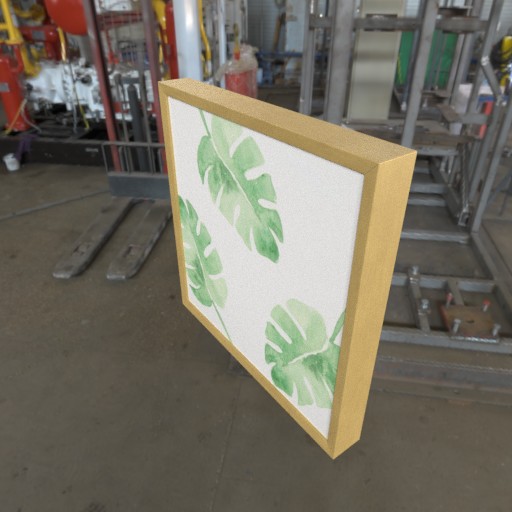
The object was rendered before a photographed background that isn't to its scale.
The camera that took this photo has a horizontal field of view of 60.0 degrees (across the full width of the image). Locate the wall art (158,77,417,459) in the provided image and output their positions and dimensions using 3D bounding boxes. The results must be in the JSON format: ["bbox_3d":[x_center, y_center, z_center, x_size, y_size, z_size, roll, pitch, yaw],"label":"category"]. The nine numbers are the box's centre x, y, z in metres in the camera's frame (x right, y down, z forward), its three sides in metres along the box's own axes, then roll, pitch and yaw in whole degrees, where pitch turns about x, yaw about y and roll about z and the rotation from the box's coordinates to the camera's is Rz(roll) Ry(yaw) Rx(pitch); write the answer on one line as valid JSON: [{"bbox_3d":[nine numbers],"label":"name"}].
[{"bbox_3d":[0.000,0.000,0.466,0.038,0.305,0.305,-22,38,-30],"label":"wall art"}]
